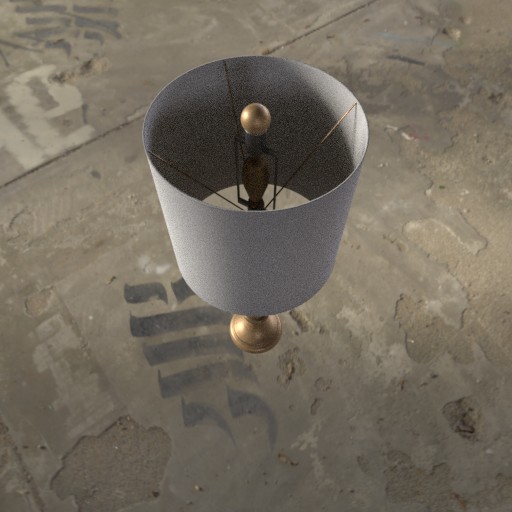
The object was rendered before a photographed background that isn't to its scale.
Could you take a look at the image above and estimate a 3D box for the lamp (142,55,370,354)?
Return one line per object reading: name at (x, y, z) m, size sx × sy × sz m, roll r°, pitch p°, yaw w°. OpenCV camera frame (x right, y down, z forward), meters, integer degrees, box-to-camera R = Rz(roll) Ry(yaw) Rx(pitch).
lamp at (0.000, 0.000, 0.726) m, size 0.250 × 0.597 × 0.250 m, roll -16°, pitch 59°, yaw -10°
